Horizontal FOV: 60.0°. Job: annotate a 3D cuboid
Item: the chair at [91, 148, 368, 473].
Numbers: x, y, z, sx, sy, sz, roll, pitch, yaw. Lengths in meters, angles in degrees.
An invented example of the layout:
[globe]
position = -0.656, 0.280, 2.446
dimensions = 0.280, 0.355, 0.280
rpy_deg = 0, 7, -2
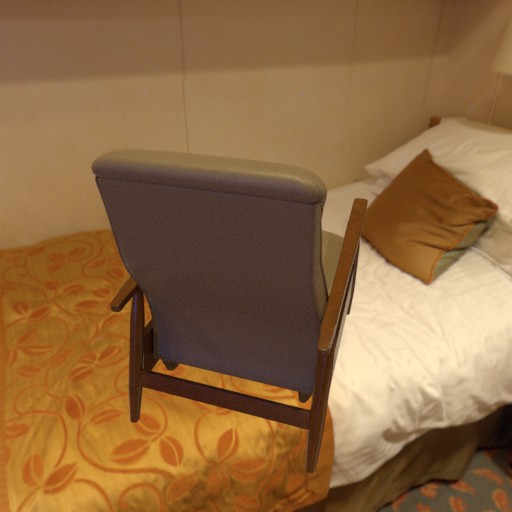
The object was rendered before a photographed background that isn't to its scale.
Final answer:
[chair]
position = 0.000, 0.000, 1.765
dimensions = 0.762, 1.082, 1.014
rpy_deg = 9, 32, 15
